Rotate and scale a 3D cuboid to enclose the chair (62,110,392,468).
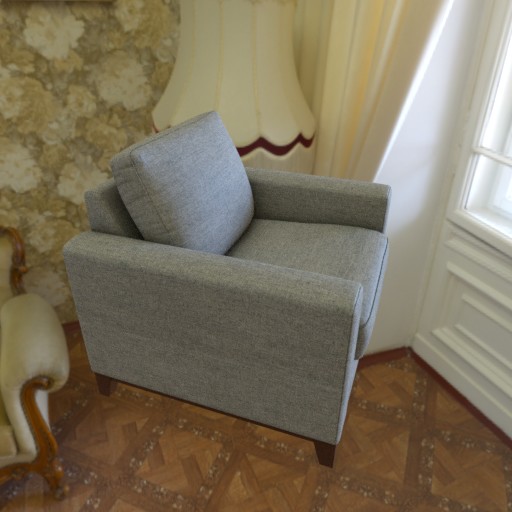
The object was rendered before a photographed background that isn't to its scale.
[{"bbox_3d":[0.000,0.000,1.850,1.038,1.010,1.024,10,31,18],"label":"chair"}]
